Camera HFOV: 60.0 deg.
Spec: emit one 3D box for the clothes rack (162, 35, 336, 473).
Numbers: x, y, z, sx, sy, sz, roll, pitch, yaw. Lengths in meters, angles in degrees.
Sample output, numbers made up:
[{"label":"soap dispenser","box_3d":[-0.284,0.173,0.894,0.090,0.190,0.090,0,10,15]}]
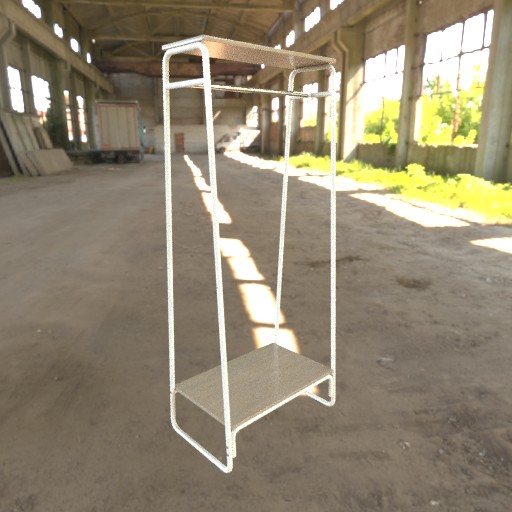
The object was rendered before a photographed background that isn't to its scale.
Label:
[{"label":"clothes rack","box_3d":[0.000,0.000,1.791,0.640,1.512,0.400,-14,20,-41]}]
